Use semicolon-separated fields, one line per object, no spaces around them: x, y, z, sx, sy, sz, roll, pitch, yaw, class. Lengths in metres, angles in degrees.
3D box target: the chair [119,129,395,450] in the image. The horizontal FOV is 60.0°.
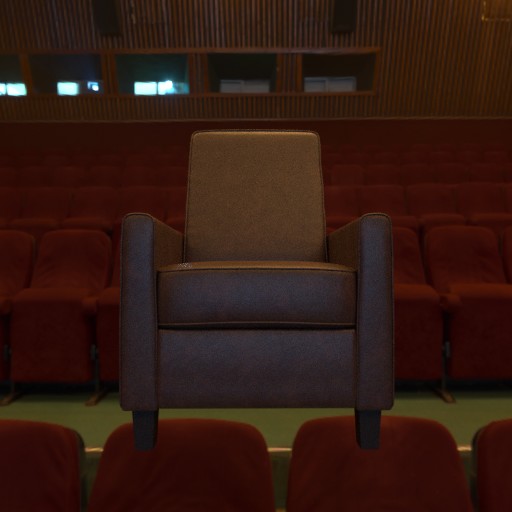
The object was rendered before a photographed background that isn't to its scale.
0.000;0.000;1.483;0.705;1.013;0.746;0;0;0;chair
